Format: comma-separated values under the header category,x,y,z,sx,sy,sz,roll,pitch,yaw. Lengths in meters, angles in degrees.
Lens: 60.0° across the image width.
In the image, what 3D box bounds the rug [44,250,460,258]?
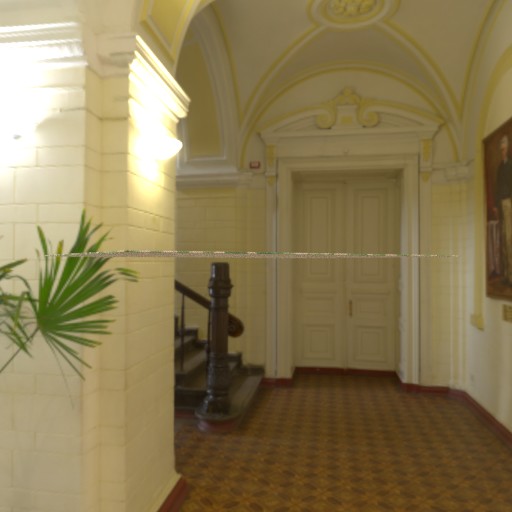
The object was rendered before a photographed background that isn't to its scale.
category,x,y,z,sx,sy,sz,roll,pitch,yaw
rug,0.000,0.000,2.335,1.826,0.006,1.220,1,-1,-36
